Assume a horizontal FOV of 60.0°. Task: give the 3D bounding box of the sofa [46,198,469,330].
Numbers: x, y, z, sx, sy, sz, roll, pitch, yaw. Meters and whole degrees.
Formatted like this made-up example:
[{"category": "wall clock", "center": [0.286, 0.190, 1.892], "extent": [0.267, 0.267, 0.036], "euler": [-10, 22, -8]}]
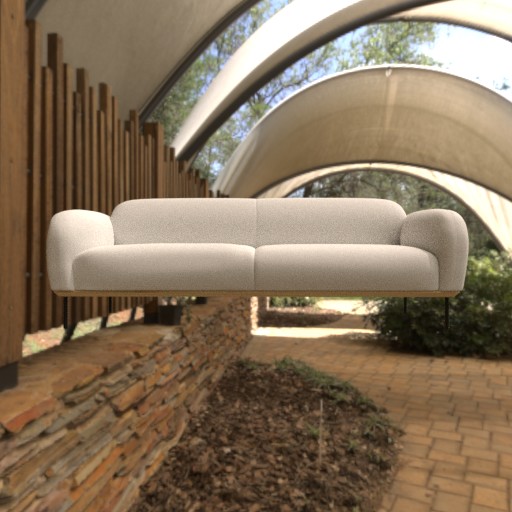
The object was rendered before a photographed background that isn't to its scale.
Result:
[{"category": "sofa", "center": [0.000, 0.000, 2.692], "extent": [2.257, 0.780, 0.880], "euler": [0, 0, 1]}]
